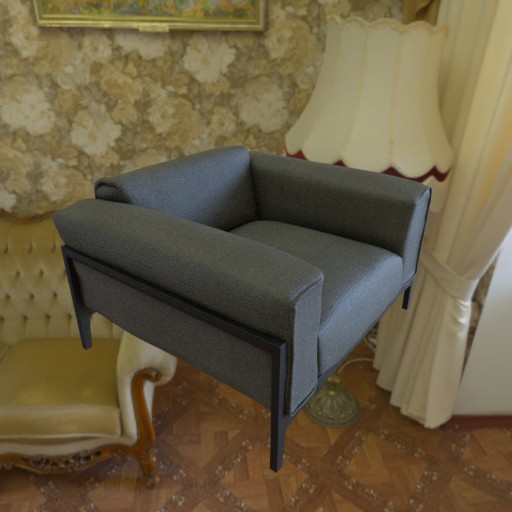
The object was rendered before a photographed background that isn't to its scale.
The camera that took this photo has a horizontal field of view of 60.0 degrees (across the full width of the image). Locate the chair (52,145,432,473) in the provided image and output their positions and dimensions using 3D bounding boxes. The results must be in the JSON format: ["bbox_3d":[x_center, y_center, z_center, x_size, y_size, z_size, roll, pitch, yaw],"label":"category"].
[{"bbox_3d":[0.000,0.000,1.687,0.969,0.646,1.056,19,32,32],"label":"chair"}]
